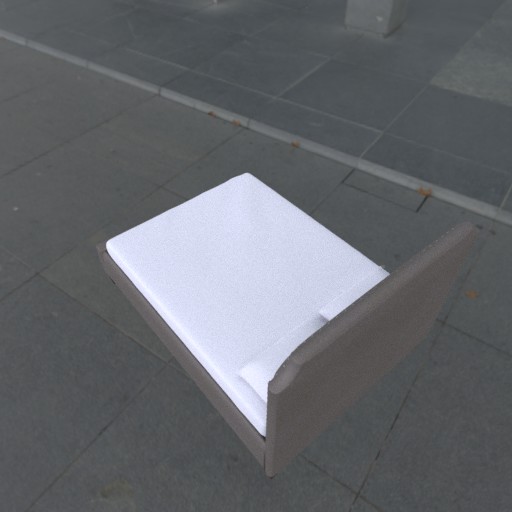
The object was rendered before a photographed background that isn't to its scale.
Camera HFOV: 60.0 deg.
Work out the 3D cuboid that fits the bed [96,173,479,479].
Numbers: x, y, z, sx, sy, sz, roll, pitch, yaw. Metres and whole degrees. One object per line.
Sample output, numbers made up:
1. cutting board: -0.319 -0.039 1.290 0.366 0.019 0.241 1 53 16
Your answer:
1. bed: 0.000 0.000 3.412 1.712 1.443 2.372 -31 54 -26
